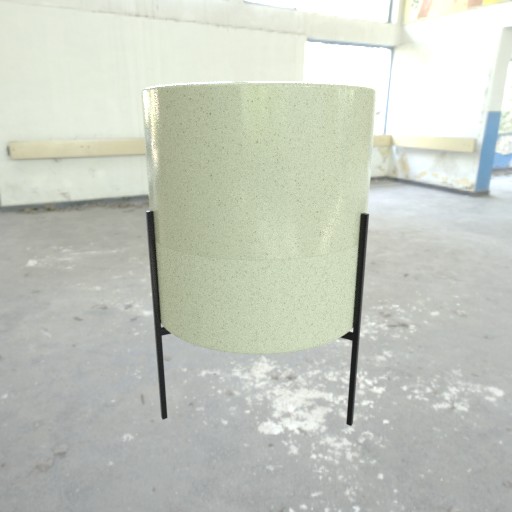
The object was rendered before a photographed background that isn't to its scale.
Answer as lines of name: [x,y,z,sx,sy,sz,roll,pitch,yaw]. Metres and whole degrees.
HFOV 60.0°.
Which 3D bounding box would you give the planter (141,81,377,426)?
planter: [0.000,0.000,0.676,0.323,0.475,0.314,-9,19,-26]
